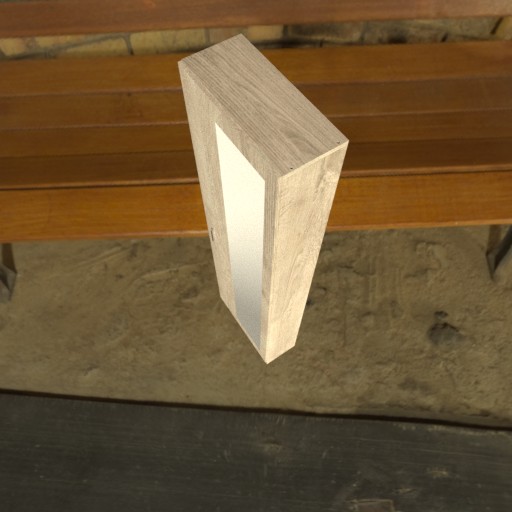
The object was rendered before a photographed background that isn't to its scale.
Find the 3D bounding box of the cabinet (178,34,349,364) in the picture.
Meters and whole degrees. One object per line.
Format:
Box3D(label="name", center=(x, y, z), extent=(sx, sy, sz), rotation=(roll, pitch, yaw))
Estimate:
Box3D(label="cabinet", center=(0.000, 0.000, 1.977), extent=(0.230, 1.790, 0.500), rotation=(-31, 66, -15))
